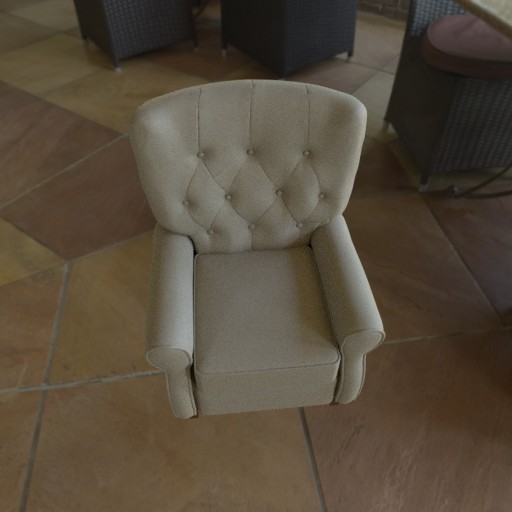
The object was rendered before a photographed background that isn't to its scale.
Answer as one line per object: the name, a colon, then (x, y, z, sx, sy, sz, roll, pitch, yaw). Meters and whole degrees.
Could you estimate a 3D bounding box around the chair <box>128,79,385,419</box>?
chair: (0.000, 0.000, 1.907, 0.943, 1.158, 1.059, -4, 46, -4)
